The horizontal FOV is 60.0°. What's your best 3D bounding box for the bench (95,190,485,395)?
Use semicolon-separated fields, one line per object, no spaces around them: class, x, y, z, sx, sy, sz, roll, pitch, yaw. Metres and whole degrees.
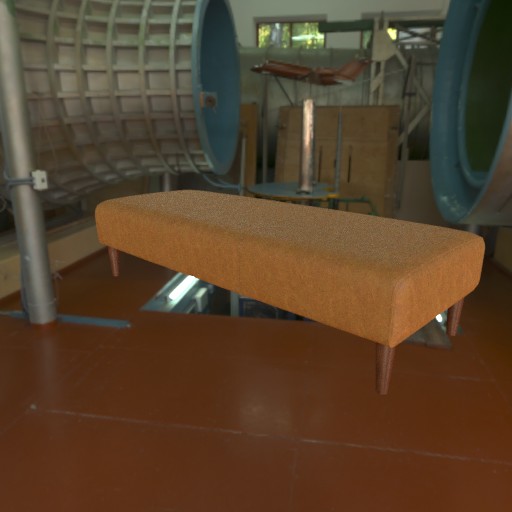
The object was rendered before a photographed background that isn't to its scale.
bench;0.000;0.000;1.876;1.610;0.399;0.653;15;22;42
